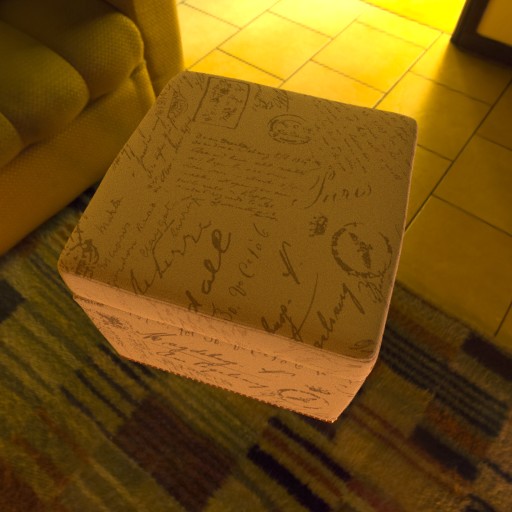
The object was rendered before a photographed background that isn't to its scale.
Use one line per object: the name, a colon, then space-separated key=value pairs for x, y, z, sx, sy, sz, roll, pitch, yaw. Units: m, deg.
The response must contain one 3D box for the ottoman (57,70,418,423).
ottoman: x=0.000 y=0.000 z=0.834 sx=0.450 sy=0.457 sz=0.449 roll=15 pitch=60 yaw=9
